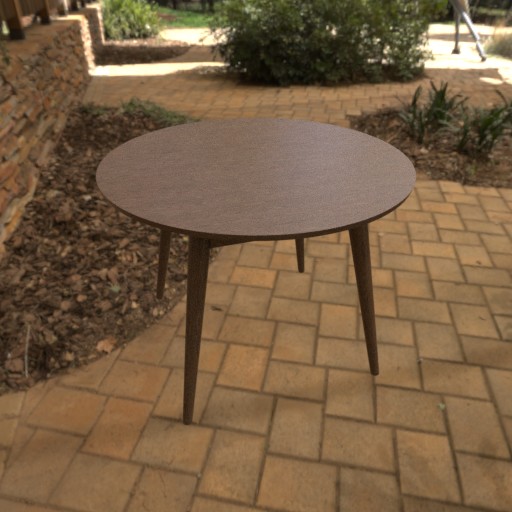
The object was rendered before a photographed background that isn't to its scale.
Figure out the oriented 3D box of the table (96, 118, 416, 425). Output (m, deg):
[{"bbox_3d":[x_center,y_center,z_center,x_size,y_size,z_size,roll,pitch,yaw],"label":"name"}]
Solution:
[{"bbox_3d":[0.000,0.000,1.734,1.053,0.786,1.053,0,32,0],"label":"table"}]
